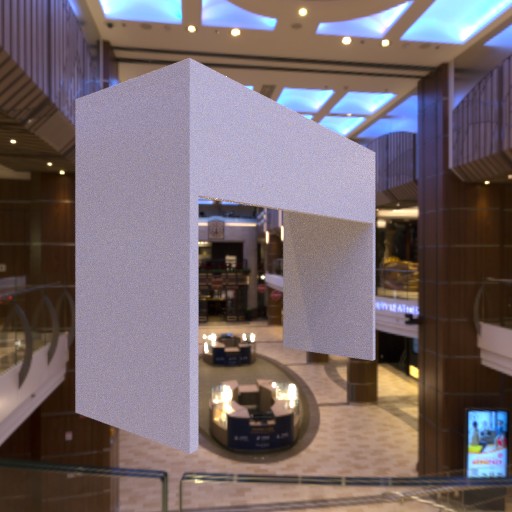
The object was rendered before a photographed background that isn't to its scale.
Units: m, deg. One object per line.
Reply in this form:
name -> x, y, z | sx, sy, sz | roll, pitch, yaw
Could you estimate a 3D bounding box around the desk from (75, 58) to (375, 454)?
desk -> 0.000, 0.000, 1.406 | 0.400, 0.790, 1.000 | 0, 0, 36
